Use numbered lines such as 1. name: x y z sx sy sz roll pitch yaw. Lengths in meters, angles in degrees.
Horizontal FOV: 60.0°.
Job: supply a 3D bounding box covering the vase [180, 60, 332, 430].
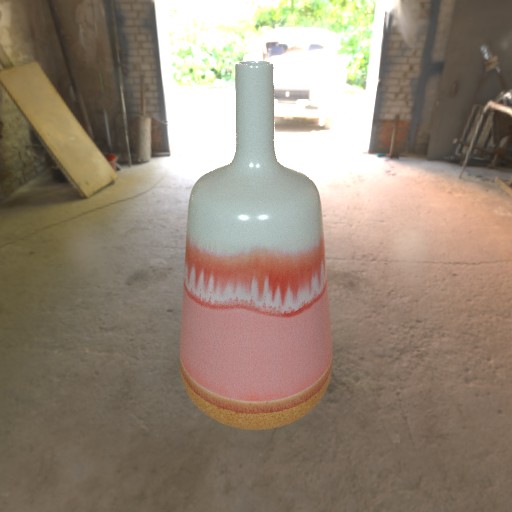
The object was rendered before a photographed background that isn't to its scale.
1. vase: 0.000 0.000 0.369 0.144 0.296 0.144 0 30 0
